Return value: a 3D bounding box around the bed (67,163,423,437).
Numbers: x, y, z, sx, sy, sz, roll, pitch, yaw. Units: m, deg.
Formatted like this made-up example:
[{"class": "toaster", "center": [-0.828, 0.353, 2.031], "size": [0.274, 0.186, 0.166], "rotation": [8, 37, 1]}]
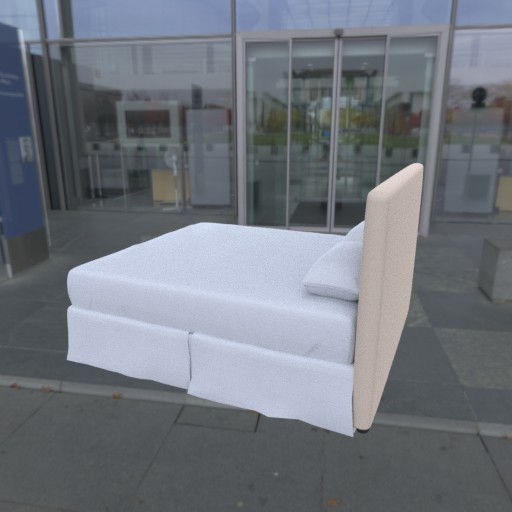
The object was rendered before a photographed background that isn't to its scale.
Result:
[{"class": "bed", "center": [0.000, 0.000, 3.337], "size": [2.142, 1.330, 1.884], "rotation": [7, 18, 24]}]
